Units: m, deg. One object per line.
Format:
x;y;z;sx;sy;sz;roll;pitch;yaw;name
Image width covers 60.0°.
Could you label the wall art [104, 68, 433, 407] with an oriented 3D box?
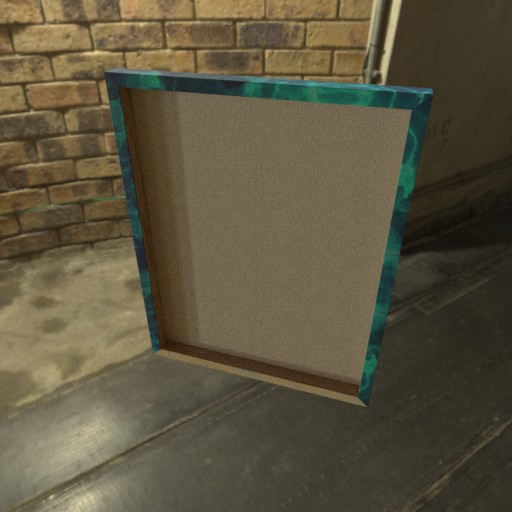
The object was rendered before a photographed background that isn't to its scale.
0.000;0.000;0.842;0.508;0.635;0.038;10;34;15;wall art
